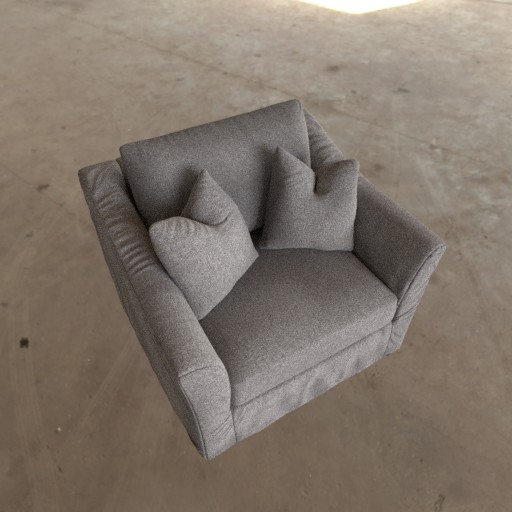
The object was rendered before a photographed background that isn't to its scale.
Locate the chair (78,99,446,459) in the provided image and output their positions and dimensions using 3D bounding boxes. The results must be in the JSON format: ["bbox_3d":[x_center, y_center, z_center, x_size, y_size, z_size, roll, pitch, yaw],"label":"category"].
[{"bbox_3d":[0.000,0.000,2.036,1.194,1.059,1.071,-23,49,-21],"label":"chair"}]
